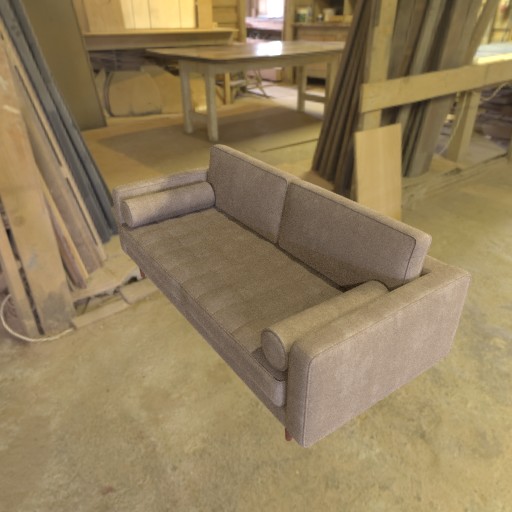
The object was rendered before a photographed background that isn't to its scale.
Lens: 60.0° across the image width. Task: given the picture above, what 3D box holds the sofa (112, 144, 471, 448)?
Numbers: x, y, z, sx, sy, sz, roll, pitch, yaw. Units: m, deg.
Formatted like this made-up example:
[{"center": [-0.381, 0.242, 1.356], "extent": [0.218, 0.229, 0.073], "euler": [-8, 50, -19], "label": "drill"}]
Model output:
[{"center": [0.000, 0.000, 2.349], "extent": [0.920, 0.769, 1.883], "euler": [-19, 35, -30], "label": "sofa"}]
